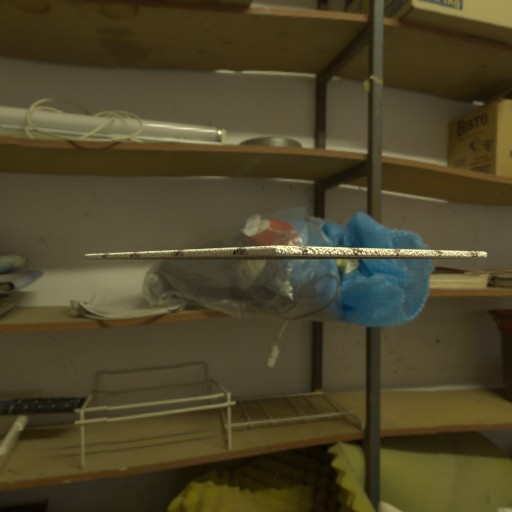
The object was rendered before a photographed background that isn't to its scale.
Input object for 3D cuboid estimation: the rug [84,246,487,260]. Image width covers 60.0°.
[{"bbox_3d":[0.000,0.000,2.289,1.219,0.030,1.778,1,-1,-37],"label":"rug"}]
